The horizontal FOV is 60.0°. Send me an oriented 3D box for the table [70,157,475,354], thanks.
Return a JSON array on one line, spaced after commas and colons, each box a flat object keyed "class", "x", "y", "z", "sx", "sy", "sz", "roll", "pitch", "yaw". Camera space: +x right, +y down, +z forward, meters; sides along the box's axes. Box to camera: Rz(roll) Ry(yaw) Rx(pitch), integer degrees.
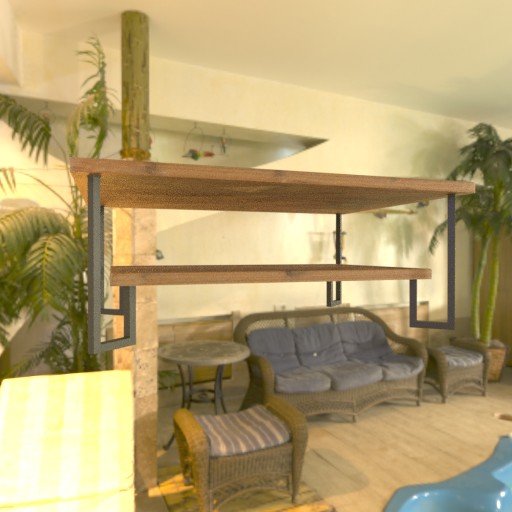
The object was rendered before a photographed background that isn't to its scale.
[{"class": "table", "x": 0.000, "y": 0.000, "z": 1.685, "sx": 1.238, "sy": 0.492, "sz": 0.877, "roll": 0, "pitch": 0, "yaw": -18}]
